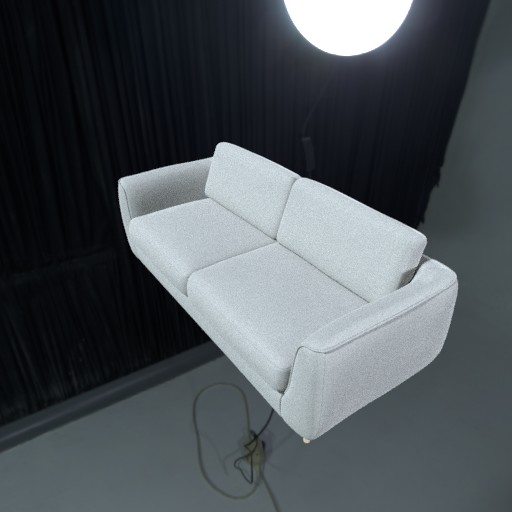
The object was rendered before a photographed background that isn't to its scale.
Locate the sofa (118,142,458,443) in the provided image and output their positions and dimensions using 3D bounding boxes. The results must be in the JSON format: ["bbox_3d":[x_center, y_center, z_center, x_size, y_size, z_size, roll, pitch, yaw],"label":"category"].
[{"bbox_3d":[0.000,0.000,2.477,0.920,0.850,2.000,-20,36,-29],"label":"sofa"}]
